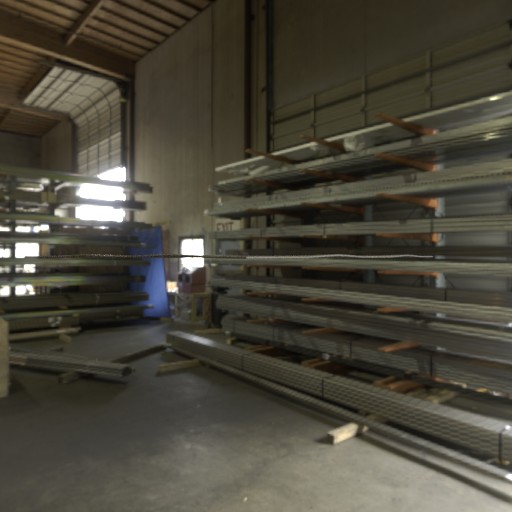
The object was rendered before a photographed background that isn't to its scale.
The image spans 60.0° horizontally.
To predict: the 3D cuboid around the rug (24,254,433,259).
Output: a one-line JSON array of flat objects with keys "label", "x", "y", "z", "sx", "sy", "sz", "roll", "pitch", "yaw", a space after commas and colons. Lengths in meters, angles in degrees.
[{"label": "rug", "x": 0.000, "y": 0.000, "z": 4.363, "sx": 2.428, "sy": 0.027, "sz": 3.333, "roll": 0, "pitch": 0, "yaw": 37}]
